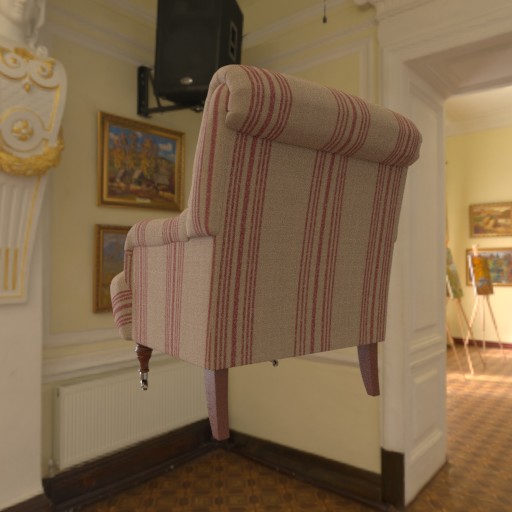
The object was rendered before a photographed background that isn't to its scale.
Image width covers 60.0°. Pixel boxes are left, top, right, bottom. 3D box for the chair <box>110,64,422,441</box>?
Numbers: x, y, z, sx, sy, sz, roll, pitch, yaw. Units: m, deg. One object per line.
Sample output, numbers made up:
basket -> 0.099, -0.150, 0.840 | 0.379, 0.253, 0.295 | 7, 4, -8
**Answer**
chair -> 0.000, 0.000, 1.833 | 0.933, 1.123, 1.058 | 1, -1, -37
